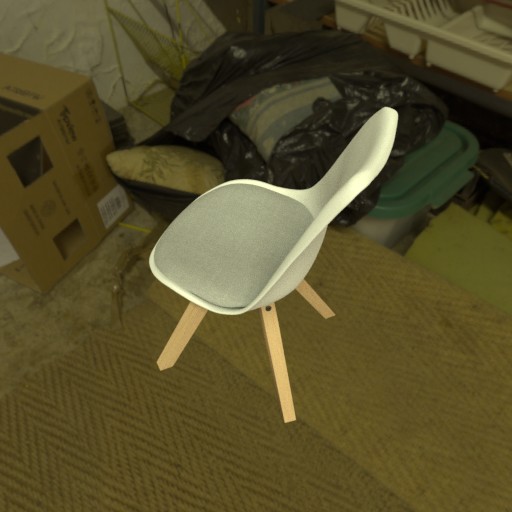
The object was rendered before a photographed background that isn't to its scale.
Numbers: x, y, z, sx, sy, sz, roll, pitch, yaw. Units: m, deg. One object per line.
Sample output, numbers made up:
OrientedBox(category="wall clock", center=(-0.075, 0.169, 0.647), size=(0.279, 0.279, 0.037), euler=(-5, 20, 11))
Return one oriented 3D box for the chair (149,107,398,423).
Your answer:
OrientedBox(category="chair", center=(0.000, 0.000, 1.202), size=(0.550, 0.850, 0.485), euler=(18, 49, 16))
